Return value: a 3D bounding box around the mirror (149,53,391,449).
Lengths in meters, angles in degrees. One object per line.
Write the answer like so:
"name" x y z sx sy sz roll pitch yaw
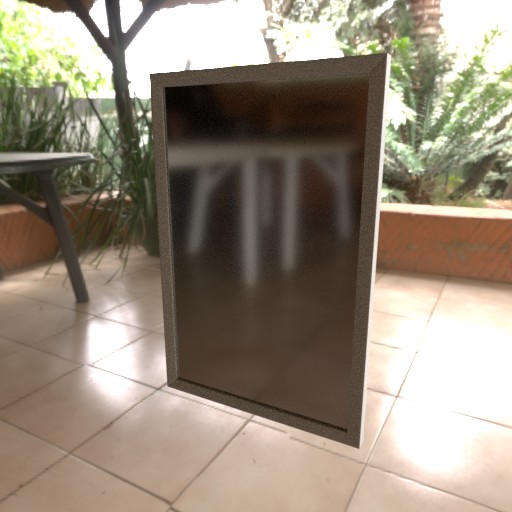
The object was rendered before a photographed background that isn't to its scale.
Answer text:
"mirror" 0.000 0.000 1.147 0.609 0.915 0.040 8 17 27
